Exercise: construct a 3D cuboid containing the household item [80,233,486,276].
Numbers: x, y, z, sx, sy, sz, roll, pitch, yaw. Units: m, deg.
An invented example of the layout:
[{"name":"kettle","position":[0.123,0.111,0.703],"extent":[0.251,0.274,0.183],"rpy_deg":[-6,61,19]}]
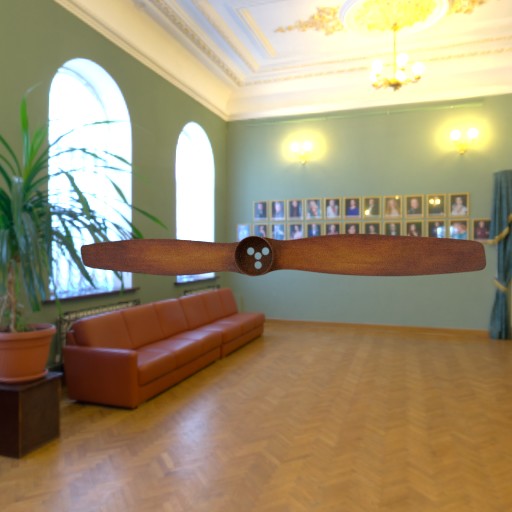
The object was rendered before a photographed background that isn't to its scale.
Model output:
[{"name":"household item","position":[0.000,0.000,1.262],"extent":[1.181,0.121,0.051],"rpy_deg":[0,1,17]}]
